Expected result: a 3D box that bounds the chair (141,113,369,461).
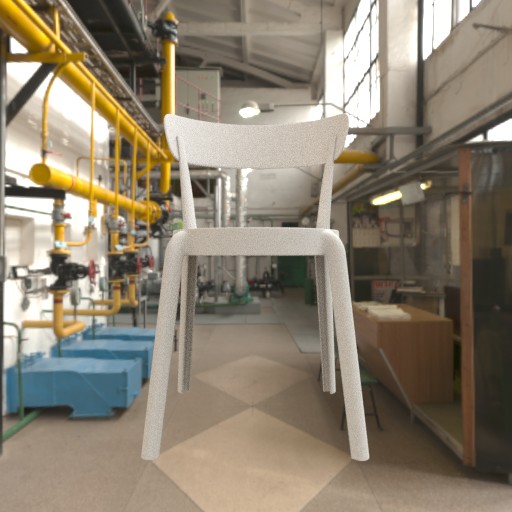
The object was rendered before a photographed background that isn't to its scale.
[{"bbox_3d":[0.000,0.000,1.101,0.506,0.790,0.491,0,1,1],"label":"chair"}]
